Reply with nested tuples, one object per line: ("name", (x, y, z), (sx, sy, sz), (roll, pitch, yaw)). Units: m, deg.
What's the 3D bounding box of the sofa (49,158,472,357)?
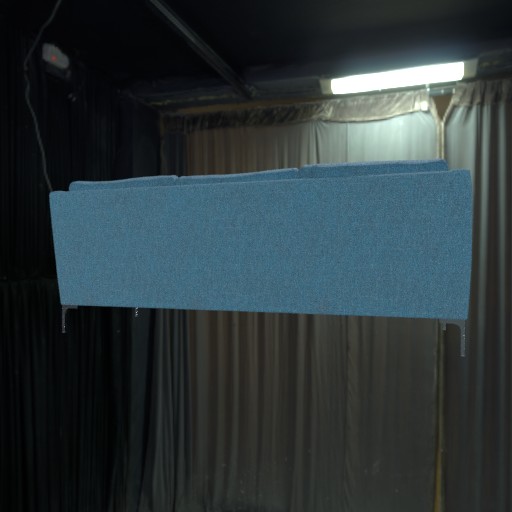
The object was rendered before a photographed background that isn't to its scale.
("sofa", (0.000, 0.000, 2.437), (2.060, 0.837, 0.849), (0, 0, 17))
